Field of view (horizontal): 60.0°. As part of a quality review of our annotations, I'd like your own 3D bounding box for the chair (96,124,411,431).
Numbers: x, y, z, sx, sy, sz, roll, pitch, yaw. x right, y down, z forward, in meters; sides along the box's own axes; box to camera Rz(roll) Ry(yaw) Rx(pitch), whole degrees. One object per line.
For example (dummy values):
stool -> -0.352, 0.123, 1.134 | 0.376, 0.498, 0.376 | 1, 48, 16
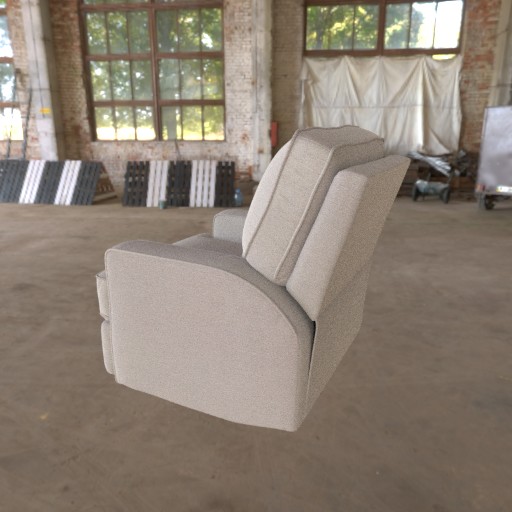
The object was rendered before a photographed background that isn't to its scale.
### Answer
chair -> 0.000, 0.000, 1.695 | 0.969, 0.964, 0.861 | 8, 18, 25
